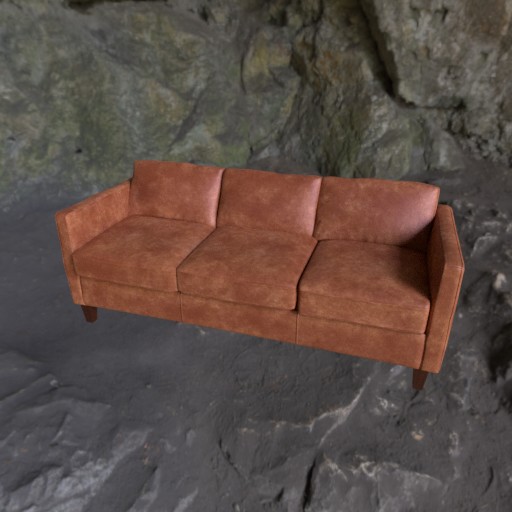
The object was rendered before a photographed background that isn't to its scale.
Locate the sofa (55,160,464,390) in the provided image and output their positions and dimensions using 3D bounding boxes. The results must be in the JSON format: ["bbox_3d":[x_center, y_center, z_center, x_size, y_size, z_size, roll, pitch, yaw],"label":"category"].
[{"bbox_3d":[0.000,0.000,3.018,2.464,1.006,1.045,8,27,16],"label":"sofa"}]
